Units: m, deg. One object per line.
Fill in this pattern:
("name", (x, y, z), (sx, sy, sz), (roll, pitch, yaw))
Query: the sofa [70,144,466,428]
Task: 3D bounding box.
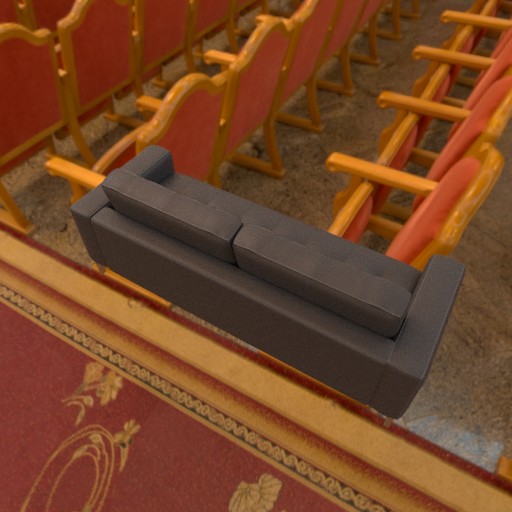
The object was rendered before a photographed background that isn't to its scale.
("sofa", (0.000, 0.000, 2.744), (2.275, 0.893, 0.833), (24, 53, 20))
